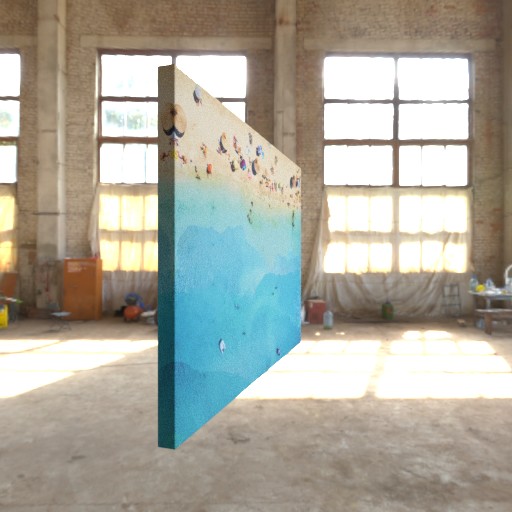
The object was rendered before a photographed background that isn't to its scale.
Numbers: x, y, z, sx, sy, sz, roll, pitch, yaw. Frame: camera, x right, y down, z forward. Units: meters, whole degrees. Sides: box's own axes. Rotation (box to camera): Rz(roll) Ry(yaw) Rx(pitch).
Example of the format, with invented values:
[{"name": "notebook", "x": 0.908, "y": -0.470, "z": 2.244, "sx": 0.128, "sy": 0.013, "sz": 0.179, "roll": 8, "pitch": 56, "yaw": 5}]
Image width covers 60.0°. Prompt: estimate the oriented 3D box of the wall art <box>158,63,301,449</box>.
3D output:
[{"name": "wall art", "x": 0.000, "y": 0.000, "z": 1.425, "sx": 0.040, "sy": 0.769, "sz": 1.136, "roll": 0, "pitch": 0, "yaw": 19}]
